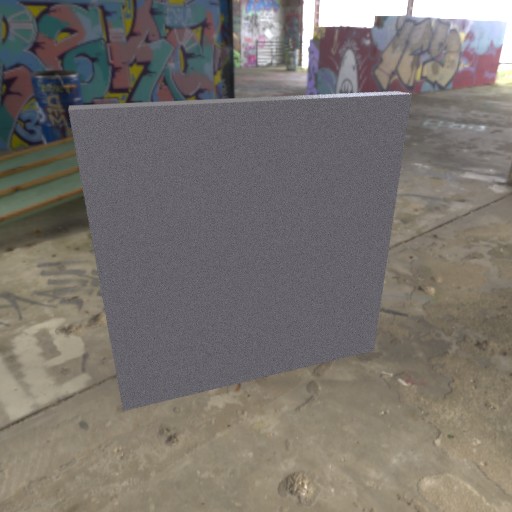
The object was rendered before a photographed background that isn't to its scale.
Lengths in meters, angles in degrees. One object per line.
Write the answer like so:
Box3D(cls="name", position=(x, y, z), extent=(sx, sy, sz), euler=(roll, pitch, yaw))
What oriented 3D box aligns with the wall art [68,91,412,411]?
Box3D(cls="wall art", position=(0.000, 0.000, 0.528), extent=(0.355, 0.355, 0.027), euler=(-9, 28, -17))
